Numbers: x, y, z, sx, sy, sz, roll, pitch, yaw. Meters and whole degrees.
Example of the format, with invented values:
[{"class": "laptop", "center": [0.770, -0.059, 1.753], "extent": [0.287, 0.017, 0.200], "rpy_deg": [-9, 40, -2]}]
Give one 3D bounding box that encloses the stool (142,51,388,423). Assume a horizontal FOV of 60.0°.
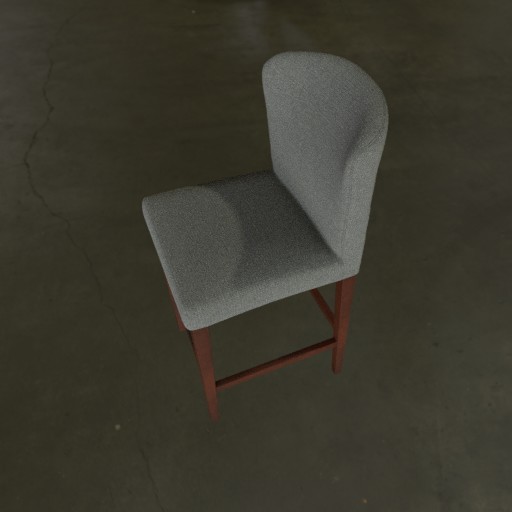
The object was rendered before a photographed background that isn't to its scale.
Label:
[{"class": "stool", "center": [0.000, 0.000, 1.363], "extent": [0.568, 1.069, 0.486], "rpy_deg": [-17, 49, -15]}]
